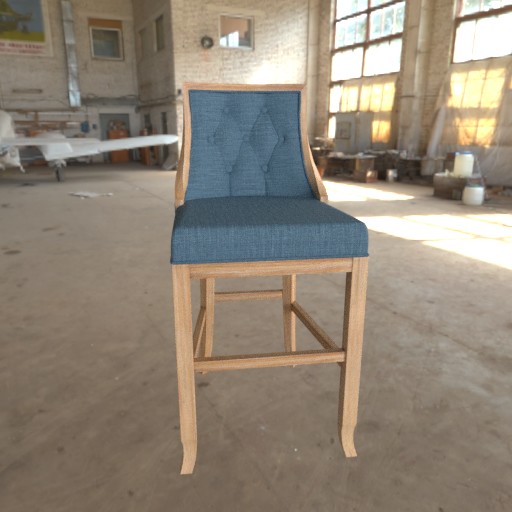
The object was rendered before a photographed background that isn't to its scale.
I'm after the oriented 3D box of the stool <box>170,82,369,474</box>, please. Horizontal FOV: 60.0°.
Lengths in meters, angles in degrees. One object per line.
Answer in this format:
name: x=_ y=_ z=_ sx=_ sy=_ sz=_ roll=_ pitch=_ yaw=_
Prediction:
stool: x=0.000 y=0.000 z=1.442 sx=0.524 sy=1.101 sz=0.626 roll=-2 pitch=16 yaw=-8
